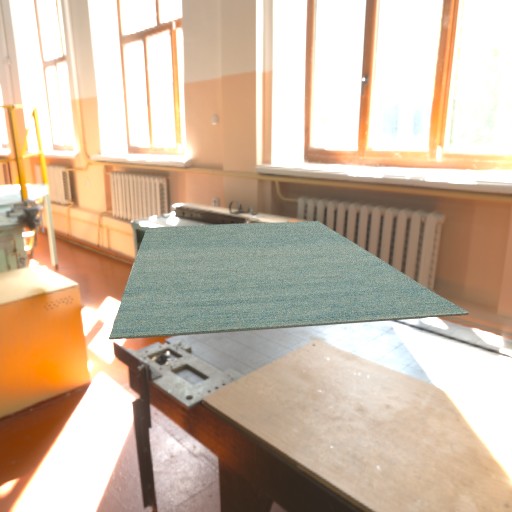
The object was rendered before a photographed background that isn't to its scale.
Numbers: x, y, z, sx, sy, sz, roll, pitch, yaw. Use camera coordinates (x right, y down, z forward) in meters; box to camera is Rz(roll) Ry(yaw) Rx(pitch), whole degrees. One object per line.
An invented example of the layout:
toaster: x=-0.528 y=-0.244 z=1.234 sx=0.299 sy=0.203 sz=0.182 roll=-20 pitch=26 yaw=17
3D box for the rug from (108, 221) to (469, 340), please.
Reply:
rug: x=0.000 y=0.000 z=2.988 sx=1.593 sy=0.029 sz=2.305 roll=-2 pitch=15 yaw=-9
